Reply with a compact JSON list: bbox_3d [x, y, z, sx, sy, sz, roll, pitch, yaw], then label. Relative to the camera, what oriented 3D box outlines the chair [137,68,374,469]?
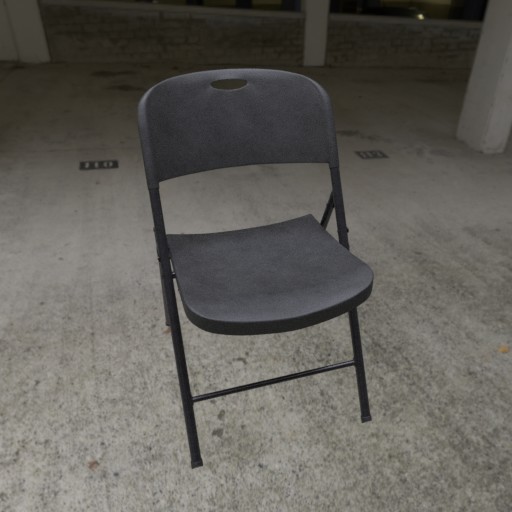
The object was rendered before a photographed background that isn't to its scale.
[{"bbox_3d":[0.000,0.000,1.144,0.494,0.810,0.566,-9,34,-14],"label":"chair"}]
